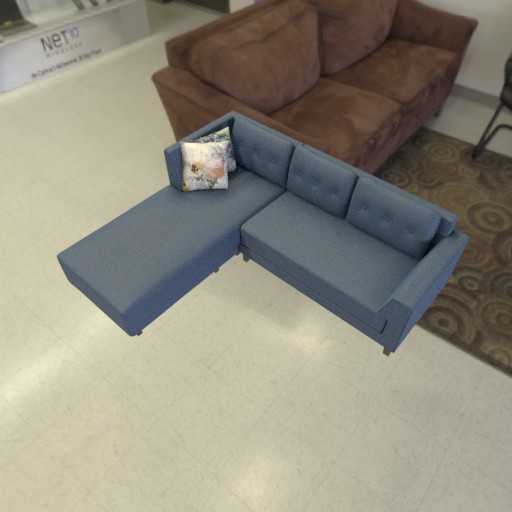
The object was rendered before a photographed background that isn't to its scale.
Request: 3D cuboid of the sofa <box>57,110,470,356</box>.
[{"bbox_3d":[0.000,0.000,3.047,2.120,0.787,1.829,33,56,26],"label":"sofa"}]
